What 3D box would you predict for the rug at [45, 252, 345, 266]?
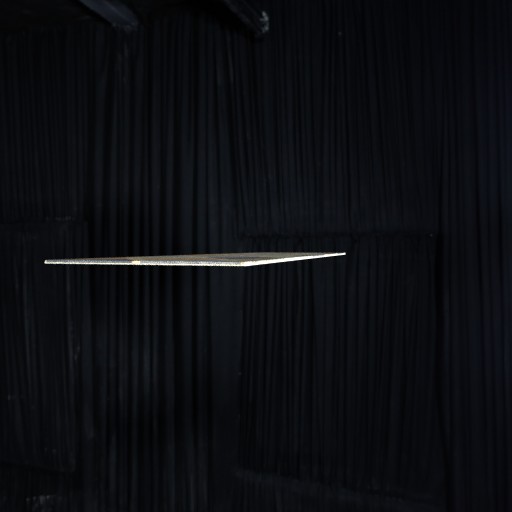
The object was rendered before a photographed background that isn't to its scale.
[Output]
[{"bbox_3d":[0.000,0.000,2.406,0.687,0.011,2.287,0,1,18],"label":"rug"}]
